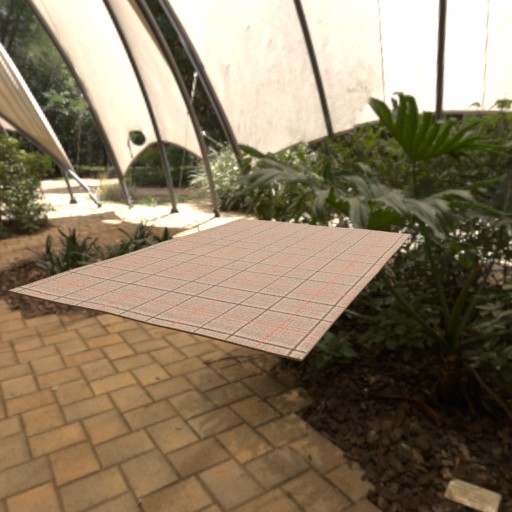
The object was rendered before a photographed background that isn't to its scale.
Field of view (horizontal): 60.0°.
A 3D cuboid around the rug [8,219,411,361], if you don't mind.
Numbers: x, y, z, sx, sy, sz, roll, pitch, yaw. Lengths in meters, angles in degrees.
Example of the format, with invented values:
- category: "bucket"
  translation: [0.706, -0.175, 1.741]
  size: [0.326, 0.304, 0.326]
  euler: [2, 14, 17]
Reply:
- category: "rug"
  translation: [0.000, 0.000, 2.234]
  size: [1.220, 0.013, 1.829]
  euler: [7, 16, 26]
